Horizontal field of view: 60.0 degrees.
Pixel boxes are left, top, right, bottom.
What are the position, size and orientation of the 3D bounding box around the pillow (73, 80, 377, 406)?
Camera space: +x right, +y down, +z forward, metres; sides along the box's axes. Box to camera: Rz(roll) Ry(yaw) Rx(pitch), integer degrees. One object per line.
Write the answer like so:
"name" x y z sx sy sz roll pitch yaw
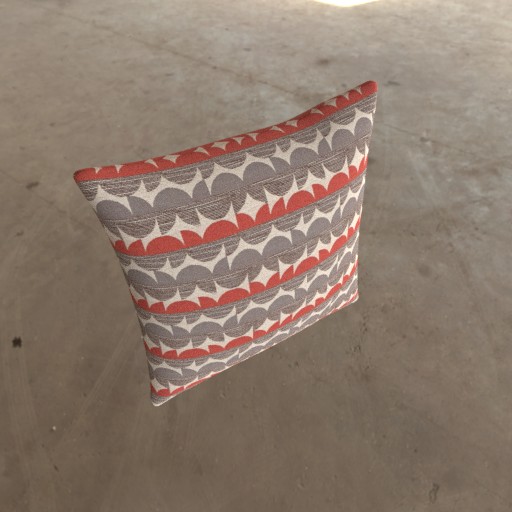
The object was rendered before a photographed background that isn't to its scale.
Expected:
"pillow" 0.000 0.000 0.651 0.420 0.410 0.180 -24 50 -22
